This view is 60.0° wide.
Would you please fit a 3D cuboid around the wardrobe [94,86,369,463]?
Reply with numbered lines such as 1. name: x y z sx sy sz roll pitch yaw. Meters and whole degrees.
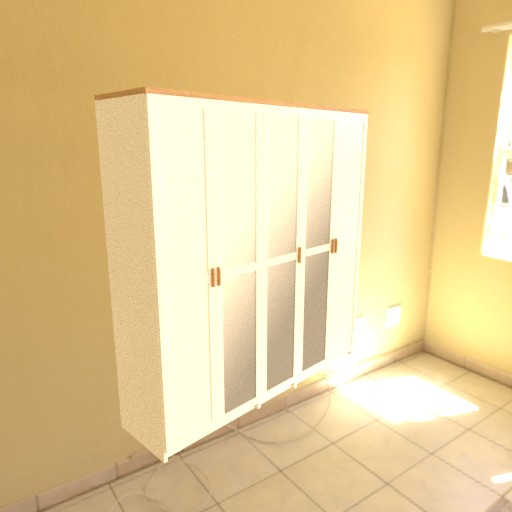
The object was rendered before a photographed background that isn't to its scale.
1. wardrobe: 0.000 0.000 3.472 0.590 2.260 2.160 13 19 43
